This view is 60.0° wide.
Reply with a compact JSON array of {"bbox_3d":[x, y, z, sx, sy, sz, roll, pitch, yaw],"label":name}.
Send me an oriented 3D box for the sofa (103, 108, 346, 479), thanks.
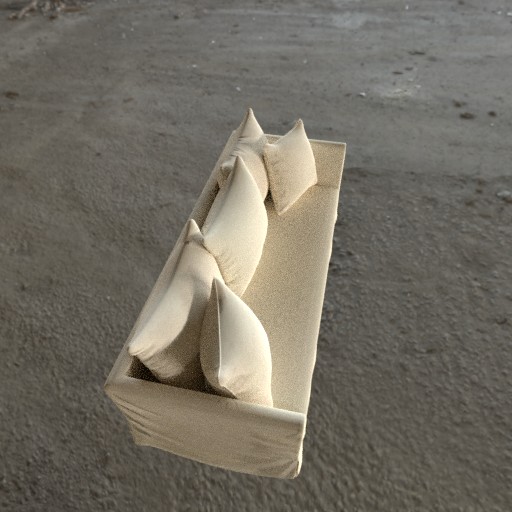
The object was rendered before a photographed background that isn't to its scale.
[{"bbox_3d":[0.000,0.000,3.045,1.030,1.042,2.484,9,46,9],"label":"sofa"}]
